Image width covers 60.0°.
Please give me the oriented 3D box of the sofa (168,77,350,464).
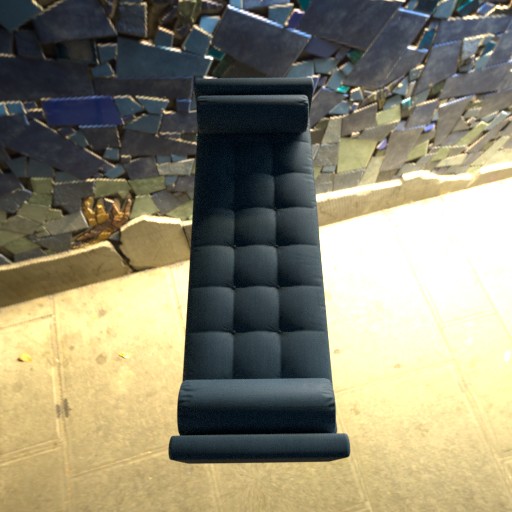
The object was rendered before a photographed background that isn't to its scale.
[{"bbox_3d":[0.000,0.000,2.351,0.686,0.635,1.981,-1,63,0],"label":"sofa"}]
